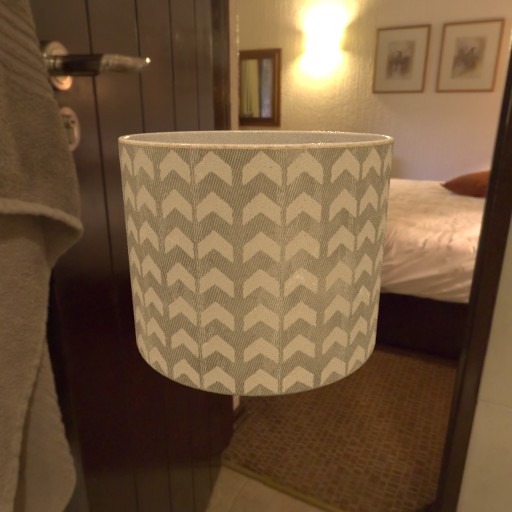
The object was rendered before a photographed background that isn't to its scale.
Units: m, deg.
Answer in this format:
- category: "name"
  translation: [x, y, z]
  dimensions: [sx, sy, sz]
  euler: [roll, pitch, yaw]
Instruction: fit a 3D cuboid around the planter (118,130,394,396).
- category: "planter"
  translation: [0.000, 0.000, 0.455]
  dimensions: [0.250, 0.239, 0.250]
  euler: [0, 18, 0]
